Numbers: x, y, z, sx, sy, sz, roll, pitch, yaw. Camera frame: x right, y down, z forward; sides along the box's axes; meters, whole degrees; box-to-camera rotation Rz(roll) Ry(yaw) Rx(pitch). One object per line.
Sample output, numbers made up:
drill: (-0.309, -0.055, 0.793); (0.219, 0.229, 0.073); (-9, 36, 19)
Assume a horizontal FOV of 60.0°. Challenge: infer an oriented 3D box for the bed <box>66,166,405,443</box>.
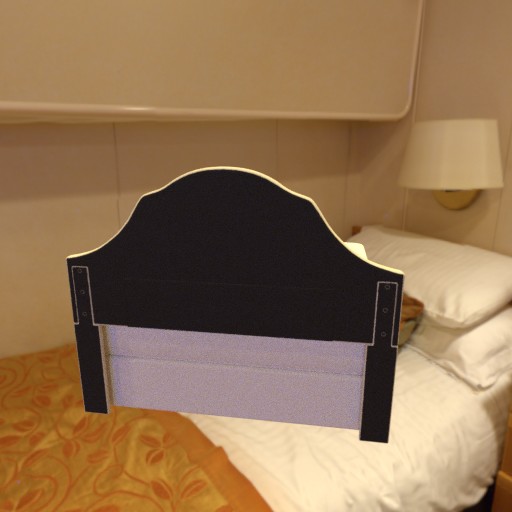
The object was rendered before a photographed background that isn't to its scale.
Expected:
bed: (0.000, 0.000, 3.617); (2.008, 1.615, 2.214); (3, 16, 9)
